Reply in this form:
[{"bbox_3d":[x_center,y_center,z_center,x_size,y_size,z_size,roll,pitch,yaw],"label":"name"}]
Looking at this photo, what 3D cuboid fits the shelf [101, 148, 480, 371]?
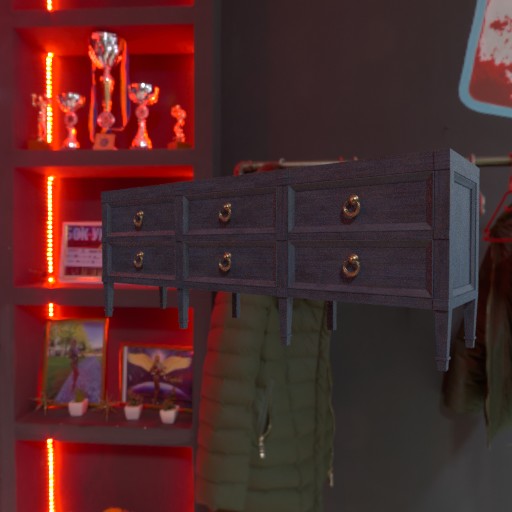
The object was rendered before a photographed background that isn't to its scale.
[{"bbox_3d":[0.000,0.000,2.154,1.878,0.715,0.471,1,2,37],"label":"shelf"}]
